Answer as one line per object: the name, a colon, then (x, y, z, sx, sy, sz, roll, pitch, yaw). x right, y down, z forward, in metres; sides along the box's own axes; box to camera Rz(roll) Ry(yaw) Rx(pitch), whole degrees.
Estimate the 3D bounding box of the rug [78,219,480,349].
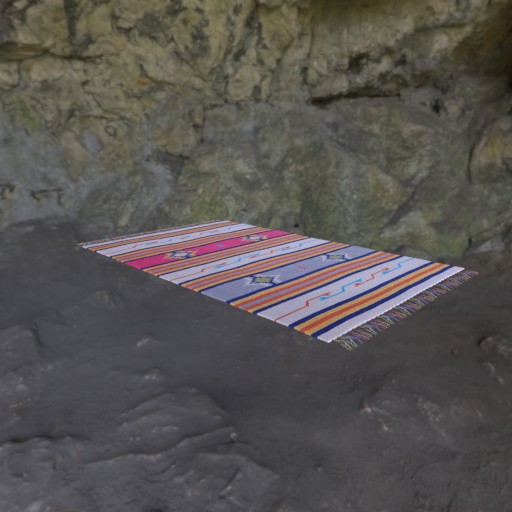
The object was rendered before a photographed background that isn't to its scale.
rug: (0.000, 0.000, 2.286, 1.849, 0.013, 1.084, 15, 21, 43)
